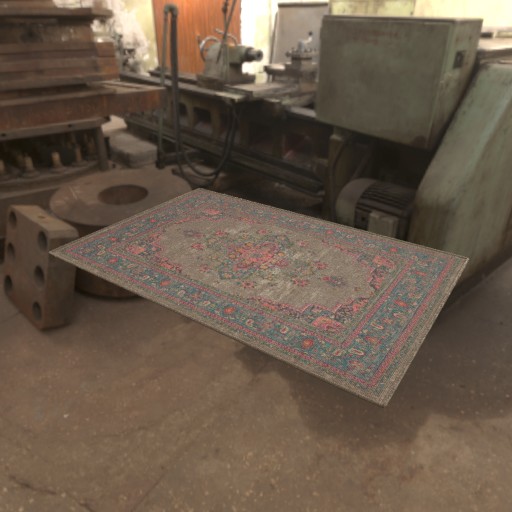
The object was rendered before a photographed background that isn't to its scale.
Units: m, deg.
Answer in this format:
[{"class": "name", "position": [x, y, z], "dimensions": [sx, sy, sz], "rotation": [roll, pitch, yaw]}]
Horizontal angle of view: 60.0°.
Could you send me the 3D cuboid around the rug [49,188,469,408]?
[{"class": "rug", "position": [0.000, 0.000, 2.191], "dimensions": [1.748, 0.014, 1.144], "rotation": [18, 34, 30]}]
